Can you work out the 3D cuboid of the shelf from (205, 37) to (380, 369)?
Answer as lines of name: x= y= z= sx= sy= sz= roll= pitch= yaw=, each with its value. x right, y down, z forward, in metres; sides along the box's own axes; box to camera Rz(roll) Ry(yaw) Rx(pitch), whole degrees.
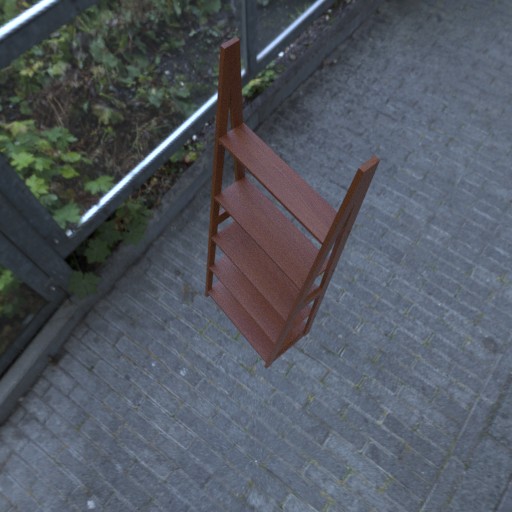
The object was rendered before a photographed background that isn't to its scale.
shelf: x=0.000 y=0.000 z=2.060 sx=0.356 sy=1.780 sz=0.630 roll=-37 pitch=70 yaw=-16
